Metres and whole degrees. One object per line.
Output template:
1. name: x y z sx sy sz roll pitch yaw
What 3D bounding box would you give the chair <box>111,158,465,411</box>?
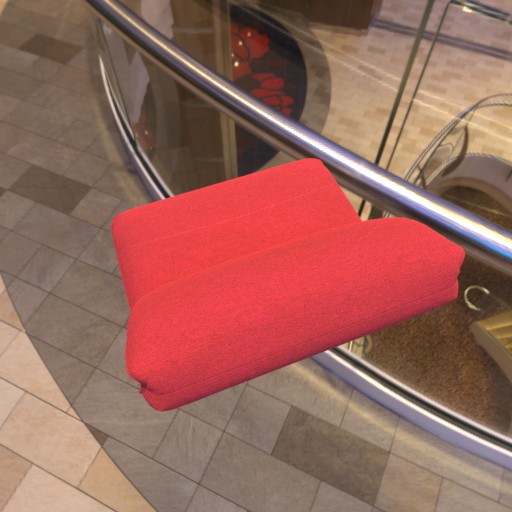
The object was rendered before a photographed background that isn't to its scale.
1. chair: 0.000 0.000 1.343 0.820 0.580 0.780 -18 60 -11
